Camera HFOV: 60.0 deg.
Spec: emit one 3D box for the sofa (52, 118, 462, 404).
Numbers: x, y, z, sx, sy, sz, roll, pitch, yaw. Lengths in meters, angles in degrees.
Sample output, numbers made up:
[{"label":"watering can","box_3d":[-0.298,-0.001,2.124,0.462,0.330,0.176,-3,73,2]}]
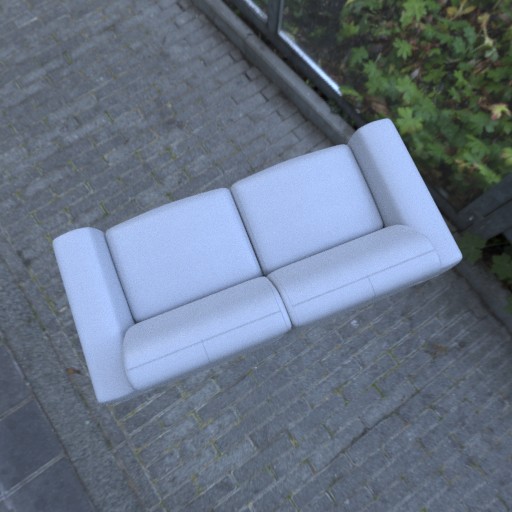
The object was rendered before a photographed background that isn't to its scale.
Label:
[{"label":"sofa","box_3d":[0.000,0.000,2.361,1.901,0.772,0.900,-21,77,-5]}]
